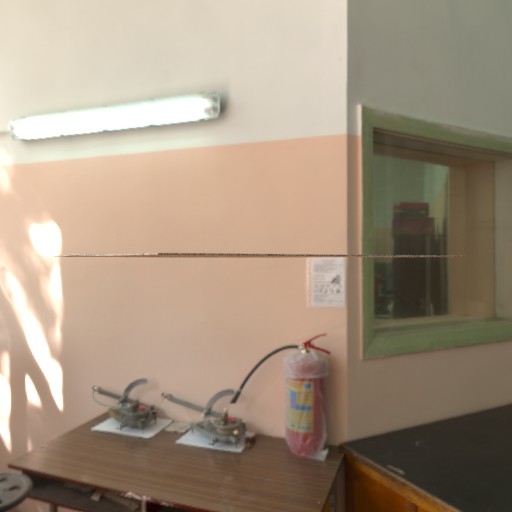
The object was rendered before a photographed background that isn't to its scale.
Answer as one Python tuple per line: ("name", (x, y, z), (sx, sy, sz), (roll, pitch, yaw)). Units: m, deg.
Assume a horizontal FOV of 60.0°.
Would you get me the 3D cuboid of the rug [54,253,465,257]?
("rug", (0.000, 0.000, 4.193), (3.054, 0.030, 2.430), (0, -1, -36))
